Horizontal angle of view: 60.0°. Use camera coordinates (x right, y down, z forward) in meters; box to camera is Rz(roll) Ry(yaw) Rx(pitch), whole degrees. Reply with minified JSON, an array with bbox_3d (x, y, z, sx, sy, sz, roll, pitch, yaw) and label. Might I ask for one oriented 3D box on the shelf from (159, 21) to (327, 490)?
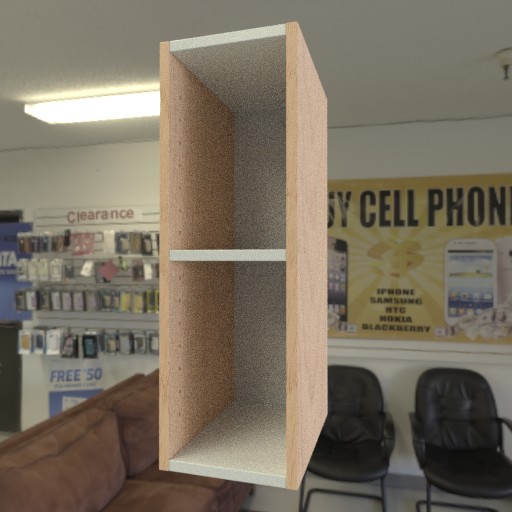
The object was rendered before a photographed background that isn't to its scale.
[{"bbox_3d":[0.000,0.000,0.733,0.200,0.600,0.290,0,0,17],"label":"shelf"}]
